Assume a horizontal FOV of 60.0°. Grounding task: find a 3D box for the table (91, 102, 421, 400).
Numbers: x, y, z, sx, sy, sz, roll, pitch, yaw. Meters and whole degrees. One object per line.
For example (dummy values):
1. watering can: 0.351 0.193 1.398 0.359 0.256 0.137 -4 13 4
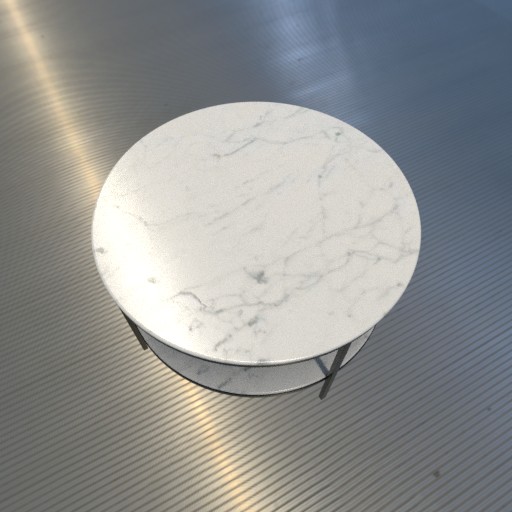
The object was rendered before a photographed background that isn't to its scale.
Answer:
1. table: 0.000 0.000 1.282 0.800 0.450 0.800 0 57 0
